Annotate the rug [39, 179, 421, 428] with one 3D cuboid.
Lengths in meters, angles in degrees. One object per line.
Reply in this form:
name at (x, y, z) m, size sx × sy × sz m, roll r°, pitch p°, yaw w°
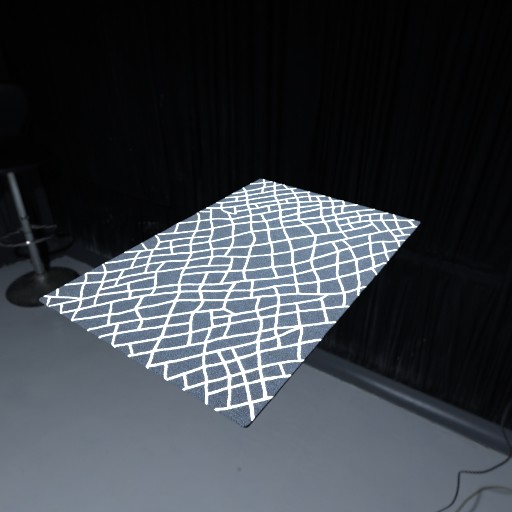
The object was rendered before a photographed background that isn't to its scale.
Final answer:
rug at (0.000, 0.000, 2.419) m, size 1.223 × 0.013 × 1.830 m, roll 21°, pitch 37°, yaw 29°
